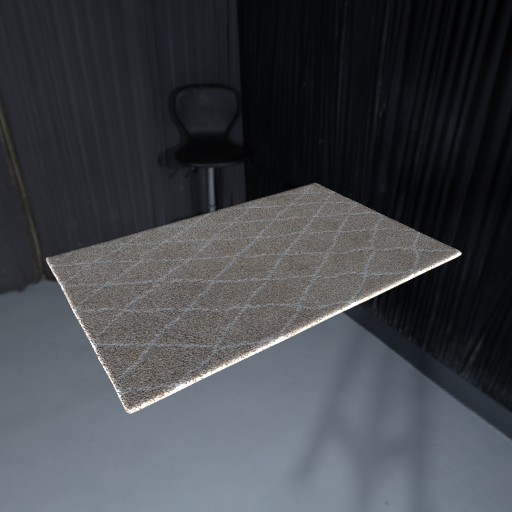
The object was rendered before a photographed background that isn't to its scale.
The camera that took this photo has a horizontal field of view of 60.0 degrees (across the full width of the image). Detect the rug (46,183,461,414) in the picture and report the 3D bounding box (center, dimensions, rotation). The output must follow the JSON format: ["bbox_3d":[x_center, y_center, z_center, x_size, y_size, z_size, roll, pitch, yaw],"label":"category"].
[{"bbox_3d":[0.000,0.000,3.474,2.743,0.030,1.778,-19,36,-29],"label":"rug"}]
